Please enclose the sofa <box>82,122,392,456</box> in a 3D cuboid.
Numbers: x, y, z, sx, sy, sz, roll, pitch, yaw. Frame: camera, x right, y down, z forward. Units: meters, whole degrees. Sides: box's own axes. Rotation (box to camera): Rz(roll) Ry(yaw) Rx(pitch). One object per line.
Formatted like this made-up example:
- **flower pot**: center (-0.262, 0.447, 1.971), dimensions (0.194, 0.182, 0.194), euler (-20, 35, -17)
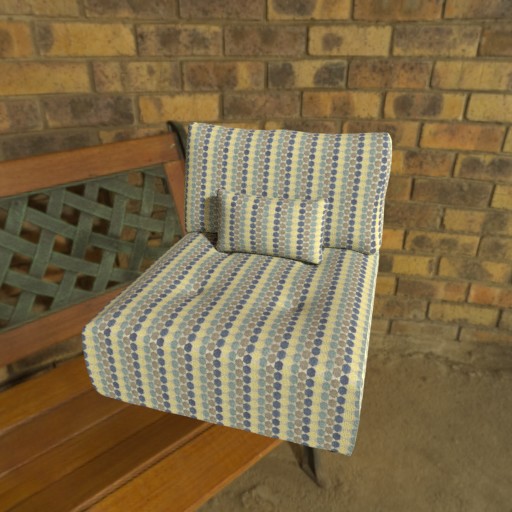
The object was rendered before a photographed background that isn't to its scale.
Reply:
- **sofa**: center (0.000, 0.000, 1.728), dimensions (0.930, 0.830, 1.000), euler (8, 27, 15)
